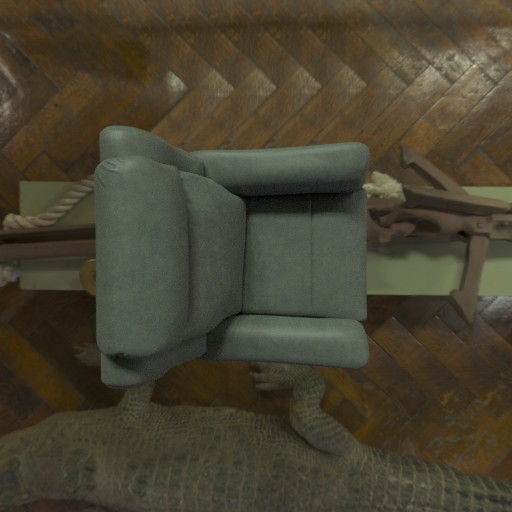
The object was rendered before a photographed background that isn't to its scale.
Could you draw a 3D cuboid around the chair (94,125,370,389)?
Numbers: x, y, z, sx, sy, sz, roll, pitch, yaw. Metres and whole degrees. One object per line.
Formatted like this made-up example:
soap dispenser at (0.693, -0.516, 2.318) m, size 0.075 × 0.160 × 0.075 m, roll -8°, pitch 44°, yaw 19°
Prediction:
chair at (0.000, 0.000, 1.924) m, size 1.068 × 1.116 × 0.965 m, roll 0°, pitch 91°, yaw 0°
